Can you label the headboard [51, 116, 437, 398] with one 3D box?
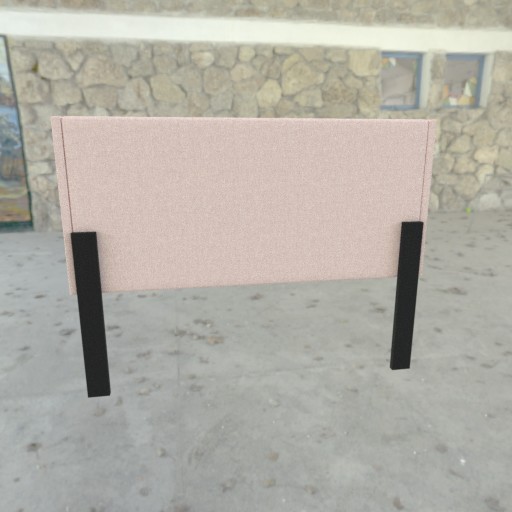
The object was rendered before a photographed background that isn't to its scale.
[{"bbox_3d":[0.000,0.000,2.566,2.051,1.524,0.184,-2,15,-9],"label":"headboard"}]
